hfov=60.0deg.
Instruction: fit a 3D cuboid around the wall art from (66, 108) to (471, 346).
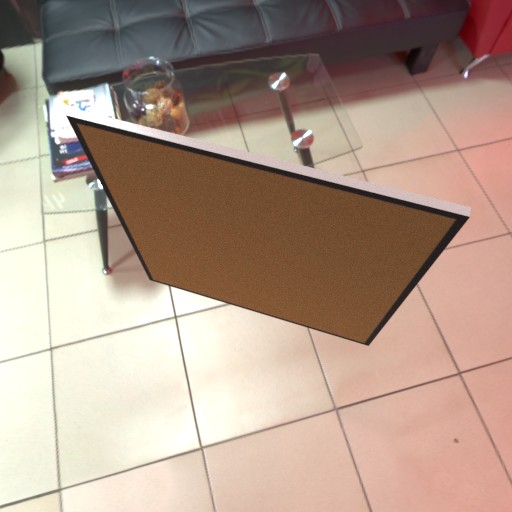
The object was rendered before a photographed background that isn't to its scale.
[{"bbox_3d":[0.000,0.000,1.203,0.805,0.803,0.022,16,63,8],"label":"wall art"}]
